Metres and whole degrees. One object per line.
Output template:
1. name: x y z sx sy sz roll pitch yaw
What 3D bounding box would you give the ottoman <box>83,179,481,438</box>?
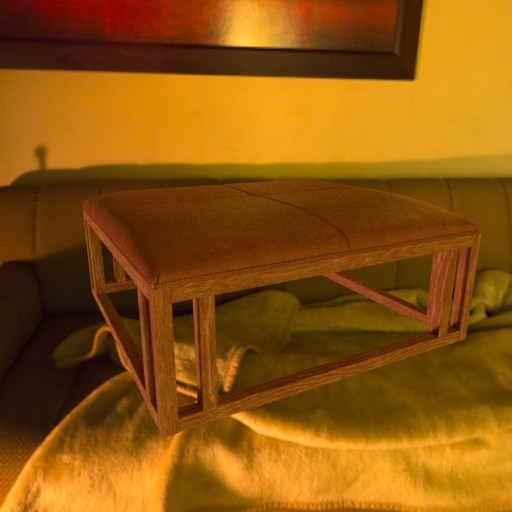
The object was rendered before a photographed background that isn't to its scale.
1. ottoman: 0.000 0.000 1.579 1.016 0.442 1.013 -9 19 -27
